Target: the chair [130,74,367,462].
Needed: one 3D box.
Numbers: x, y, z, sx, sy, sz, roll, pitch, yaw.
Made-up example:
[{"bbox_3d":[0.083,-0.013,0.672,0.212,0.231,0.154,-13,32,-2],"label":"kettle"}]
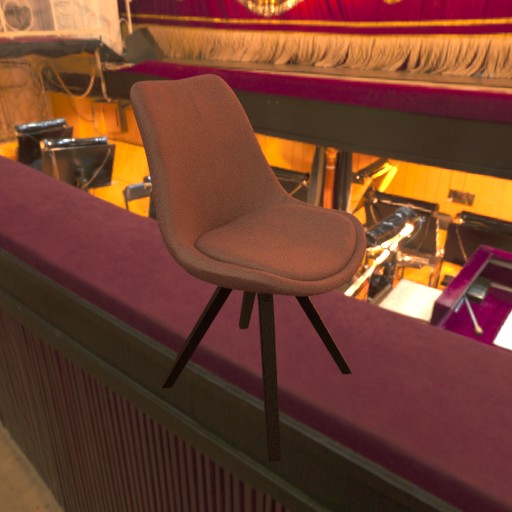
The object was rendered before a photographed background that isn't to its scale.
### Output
[{"bbox_3d":[0.000,0.000,1.189,0.547,0.865,0.483,19,33,33],"label":"chair"}]
